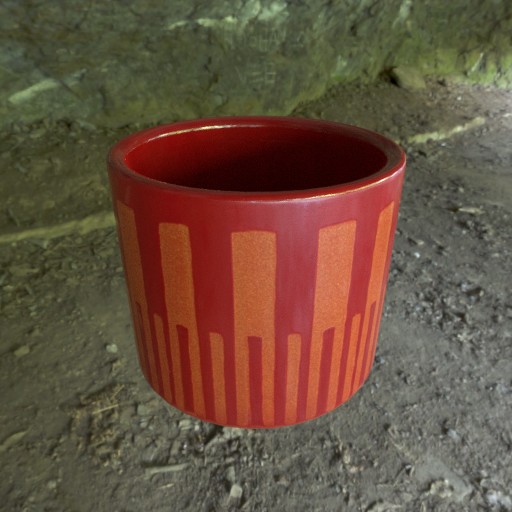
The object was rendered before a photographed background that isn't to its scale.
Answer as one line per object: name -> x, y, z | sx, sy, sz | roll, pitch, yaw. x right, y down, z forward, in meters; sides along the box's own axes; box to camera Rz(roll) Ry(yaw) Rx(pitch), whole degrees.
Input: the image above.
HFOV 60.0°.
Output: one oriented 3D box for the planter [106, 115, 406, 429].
planter -> 0.000, 0.000, 0.398 | 0.230, 0.202, 0.230 | 0, 29, 0
